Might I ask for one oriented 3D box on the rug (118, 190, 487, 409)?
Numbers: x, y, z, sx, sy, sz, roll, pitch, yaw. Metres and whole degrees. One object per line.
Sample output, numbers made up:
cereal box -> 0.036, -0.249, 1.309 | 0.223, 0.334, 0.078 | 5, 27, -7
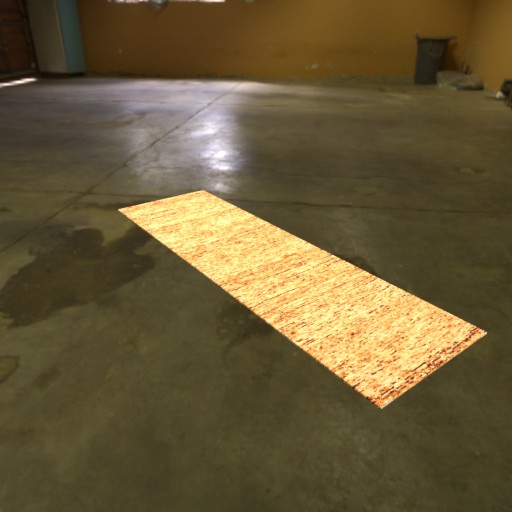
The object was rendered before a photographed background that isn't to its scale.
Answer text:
rug -> 0.000, 0.000, 2.422 | 0.680, 0.014, 2.237 | -19, 33, -32
